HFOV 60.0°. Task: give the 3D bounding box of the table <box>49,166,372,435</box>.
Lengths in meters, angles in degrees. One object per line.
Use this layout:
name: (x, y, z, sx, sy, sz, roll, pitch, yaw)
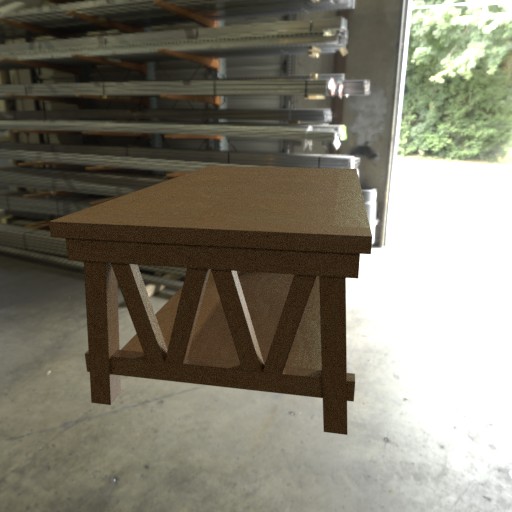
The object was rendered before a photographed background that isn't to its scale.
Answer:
table: (0.000, 0.000, 1.609, 0.711, 0.507, 1.270, 3, 17, 10)
